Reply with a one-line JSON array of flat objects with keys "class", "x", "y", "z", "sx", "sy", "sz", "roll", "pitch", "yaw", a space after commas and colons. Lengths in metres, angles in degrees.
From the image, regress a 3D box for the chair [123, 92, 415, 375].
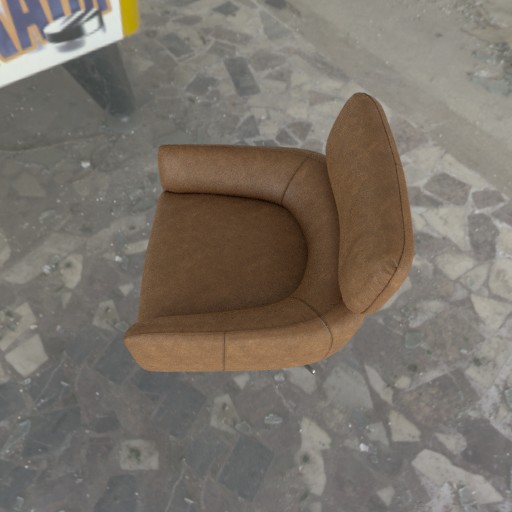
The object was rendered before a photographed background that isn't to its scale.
[{"class": "chair", "x": 0.000, "y": 0.000, "z": 1.368, "sx": 0.715, "sy": 0.812, "sz": 0.706, "roll": 1, "pitch": 57, "yaw": 0}]
